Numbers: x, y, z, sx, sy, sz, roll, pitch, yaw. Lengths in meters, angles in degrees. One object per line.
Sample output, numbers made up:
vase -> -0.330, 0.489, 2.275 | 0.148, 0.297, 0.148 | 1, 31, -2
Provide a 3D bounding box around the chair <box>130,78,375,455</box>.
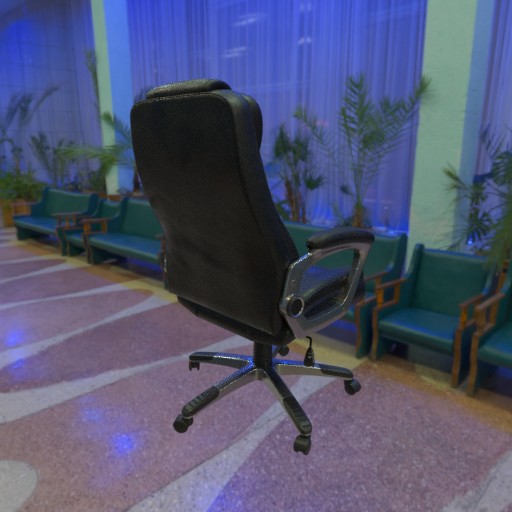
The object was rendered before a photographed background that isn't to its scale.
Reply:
chair -> 0.000, 0.000, 1.521 | 0.689, 1.075, 0.697 | -14, 20, -43
